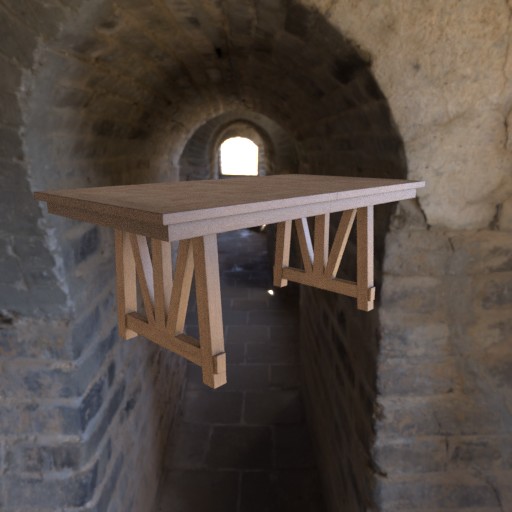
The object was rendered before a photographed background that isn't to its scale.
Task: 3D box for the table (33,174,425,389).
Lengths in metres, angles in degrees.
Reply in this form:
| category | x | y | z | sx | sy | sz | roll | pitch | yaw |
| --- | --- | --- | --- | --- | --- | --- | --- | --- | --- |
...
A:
| category | x | y | z | sx | sy | sz | roll | pitch | yaw |
| --- | --- | --- | --- | --- | --- | --- | --- | --- | --- |
| table | 0.000 | 0.000 | 2.435 | 1.016 | 0.768 | 1.881 | 13 | 19 | 42 |
